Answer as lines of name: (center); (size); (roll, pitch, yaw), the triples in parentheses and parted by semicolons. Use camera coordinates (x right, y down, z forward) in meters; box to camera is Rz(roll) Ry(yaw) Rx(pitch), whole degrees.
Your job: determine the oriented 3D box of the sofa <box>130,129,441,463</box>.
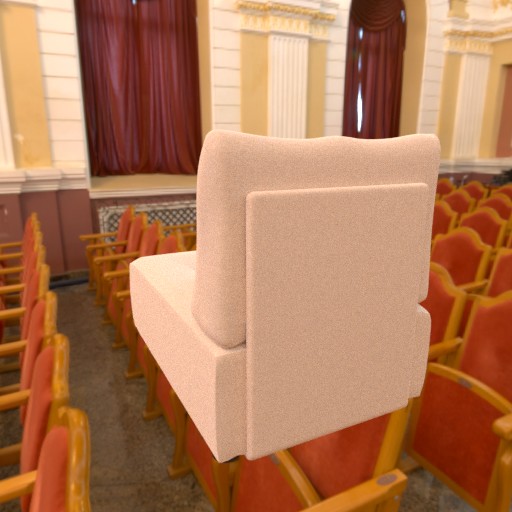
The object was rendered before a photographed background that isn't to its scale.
sofa: (0.000, 0.000, 1.554); (0.700, 0.820, 1.000); (-7, 16, -26)
